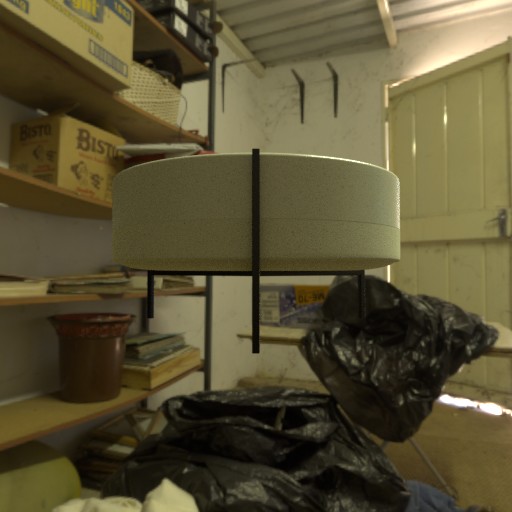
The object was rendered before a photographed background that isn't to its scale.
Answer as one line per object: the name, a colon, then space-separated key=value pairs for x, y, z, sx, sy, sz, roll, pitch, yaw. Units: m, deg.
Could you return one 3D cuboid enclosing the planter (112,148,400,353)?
planter: x=0.000 y=0.000 z=0.538 sx=0.336 sy=0.171 sz=0.345 roll=0 pitch=-2 yaw=0
